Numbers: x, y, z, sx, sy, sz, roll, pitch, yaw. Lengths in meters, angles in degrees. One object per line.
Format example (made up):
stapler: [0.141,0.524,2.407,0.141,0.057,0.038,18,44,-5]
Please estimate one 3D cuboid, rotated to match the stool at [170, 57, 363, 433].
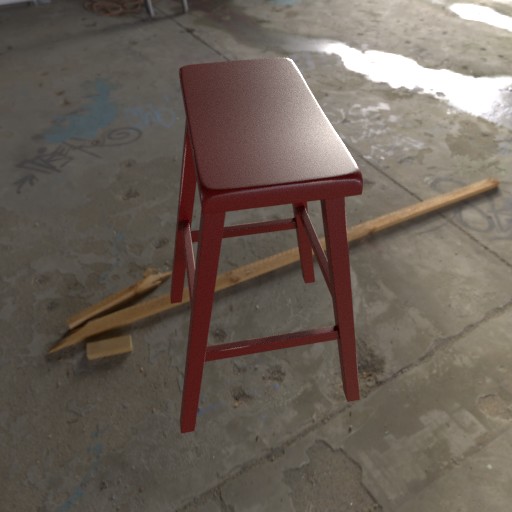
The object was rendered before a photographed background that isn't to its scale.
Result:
stool: [0.000,0.000,1.046,0.476,0.737,0.457,-8,46,-8]
